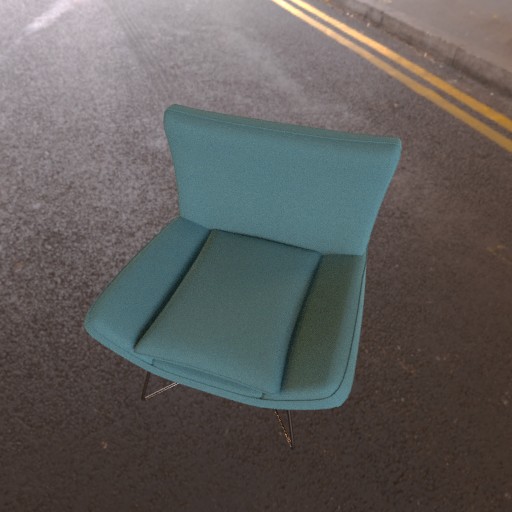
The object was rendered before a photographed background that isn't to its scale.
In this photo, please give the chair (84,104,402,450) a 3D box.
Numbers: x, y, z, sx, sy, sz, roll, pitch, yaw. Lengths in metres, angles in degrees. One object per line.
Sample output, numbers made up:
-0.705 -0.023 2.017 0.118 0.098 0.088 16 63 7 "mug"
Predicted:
0.000 0.000 1.644 0.859 0.855 1.008 13 44 14 "chair"
